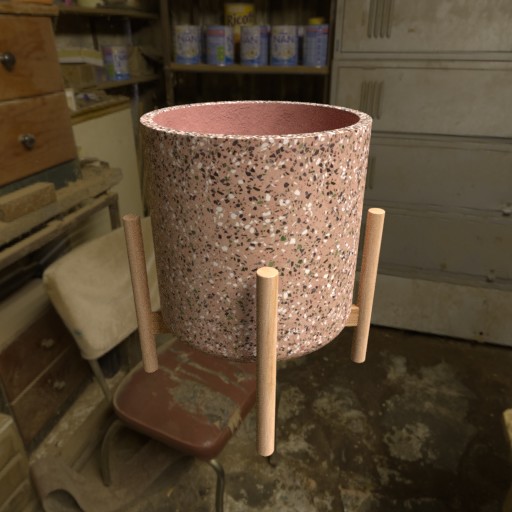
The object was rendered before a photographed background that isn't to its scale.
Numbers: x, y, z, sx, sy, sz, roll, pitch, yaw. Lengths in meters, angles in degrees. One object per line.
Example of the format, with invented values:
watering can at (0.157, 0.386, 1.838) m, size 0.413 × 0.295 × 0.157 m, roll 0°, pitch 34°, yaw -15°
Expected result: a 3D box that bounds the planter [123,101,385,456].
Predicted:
planter at (0.000, 0.000, 0.685) m, size 0.360 × 0.419 × 0.360 m, roll 8°, pitch 27°, yaw 17°
